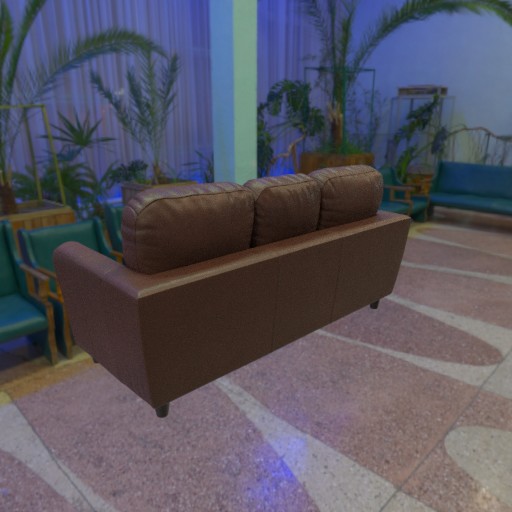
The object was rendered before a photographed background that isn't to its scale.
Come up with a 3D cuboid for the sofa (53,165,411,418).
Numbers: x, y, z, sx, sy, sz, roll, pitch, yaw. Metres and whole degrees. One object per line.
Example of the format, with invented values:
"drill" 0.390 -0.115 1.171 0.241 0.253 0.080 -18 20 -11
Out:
"sofa" 0.000 0.000 2.409 1.862 0.915 0.802 -16 23 -41
